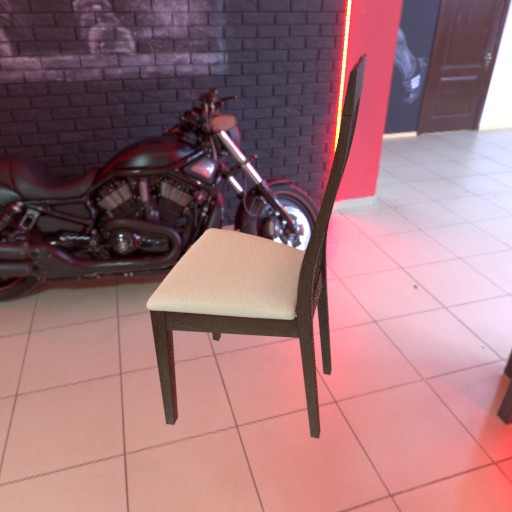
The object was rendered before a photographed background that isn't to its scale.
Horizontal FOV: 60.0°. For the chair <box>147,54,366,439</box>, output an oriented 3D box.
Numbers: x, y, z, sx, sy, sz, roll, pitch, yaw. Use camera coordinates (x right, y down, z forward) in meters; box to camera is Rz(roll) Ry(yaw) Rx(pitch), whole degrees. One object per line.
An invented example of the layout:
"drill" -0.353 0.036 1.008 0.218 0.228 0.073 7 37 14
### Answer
"chair" 0.000 0.000 1.249 0.474 1.027 0.460 8 31 13
